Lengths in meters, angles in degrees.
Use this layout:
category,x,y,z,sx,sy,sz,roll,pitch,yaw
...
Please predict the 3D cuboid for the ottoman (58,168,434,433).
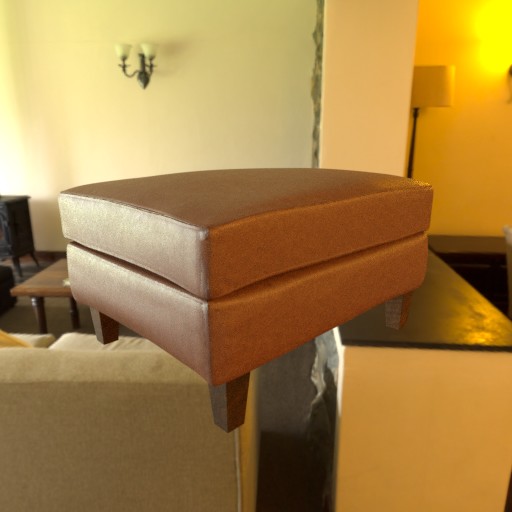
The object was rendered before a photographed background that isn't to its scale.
category,x,y,z,sx,sy,sz,roll,pitch,yaw
ottoman,0.000,0.000,1.251,0.851,0.485,0.650,-15,21,-42
